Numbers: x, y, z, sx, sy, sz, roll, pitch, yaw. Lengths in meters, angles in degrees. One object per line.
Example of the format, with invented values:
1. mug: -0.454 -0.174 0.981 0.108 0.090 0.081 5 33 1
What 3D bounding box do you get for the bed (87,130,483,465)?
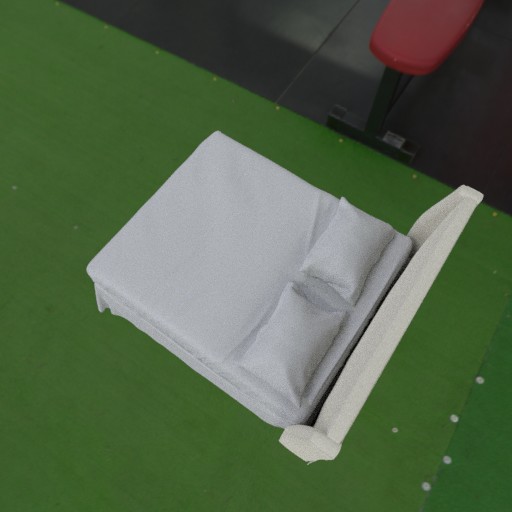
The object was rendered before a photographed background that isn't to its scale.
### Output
1. bed: 0.000 0.000 3.362 2.276 1.332 1.925 32 69 14
